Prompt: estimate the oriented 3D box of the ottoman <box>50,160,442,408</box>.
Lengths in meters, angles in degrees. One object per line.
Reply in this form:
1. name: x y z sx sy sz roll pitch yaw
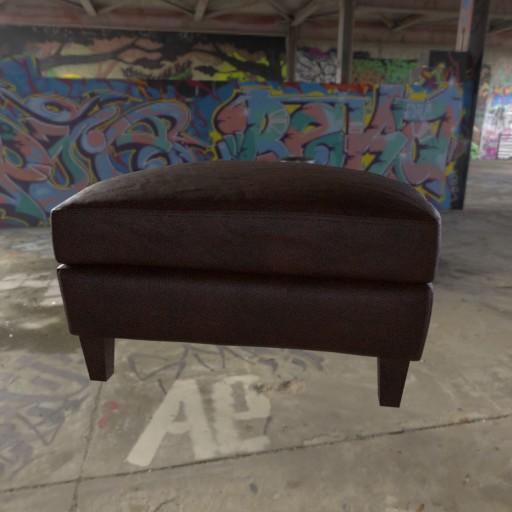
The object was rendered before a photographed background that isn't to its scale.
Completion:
1. ottoman: 0.000 0.000 1.269 0.887 0.527 0.659 2 16 8
